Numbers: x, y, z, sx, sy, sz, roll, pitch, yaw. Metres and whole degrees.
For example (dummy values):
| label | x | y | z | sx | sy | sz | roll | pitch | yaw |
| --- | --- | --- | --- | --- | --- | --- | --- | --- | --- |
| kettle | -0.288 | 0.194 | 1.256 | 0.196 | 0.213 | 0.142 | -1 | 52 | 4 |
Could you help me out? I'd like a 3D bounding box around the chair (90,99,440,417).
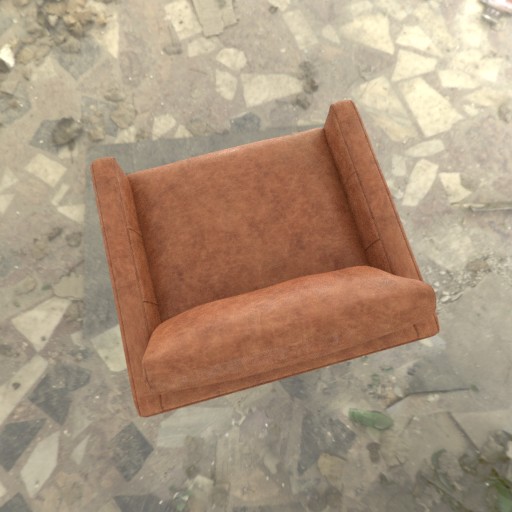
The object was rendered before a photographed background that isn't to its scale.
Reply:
| label | x | y | z | sx | sy | sz | roll | pitch | yaw |
| --- | --- | --- | --- | --- | --- | --- | --- | --- | --- |
| chair | 0.000 | 0.000 | 1.588 | 0.967 | 0.869 | 0.862 | -15 | 75 | -4 |
